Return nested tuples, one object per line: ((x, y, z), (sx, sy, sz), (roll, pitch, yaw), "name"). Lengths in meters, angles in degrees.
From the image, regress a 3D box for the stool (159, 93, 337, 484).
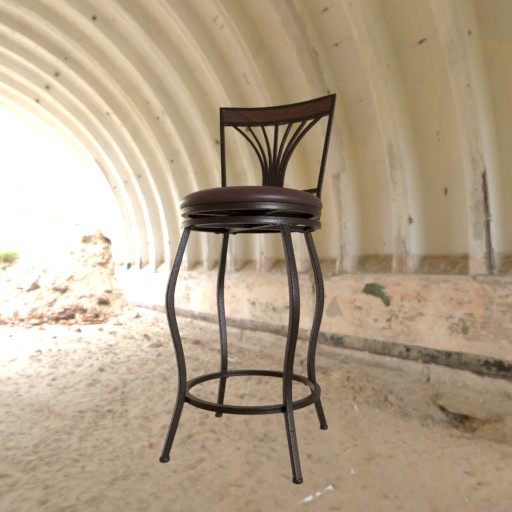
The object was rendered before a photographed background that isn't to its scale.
((0.000, 0.000, 1.371), (0.433, 1.117, 0.514), (0, -1, 19), "stool")
